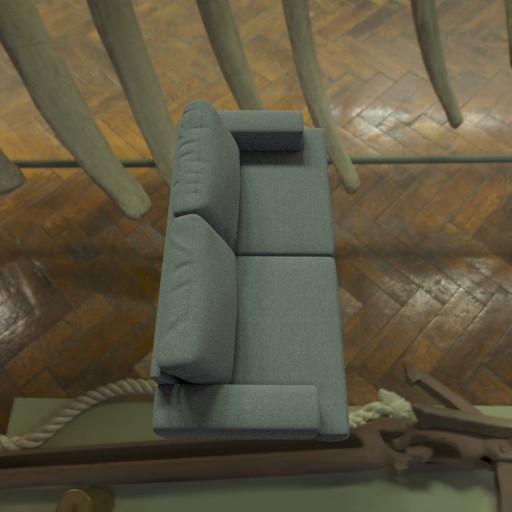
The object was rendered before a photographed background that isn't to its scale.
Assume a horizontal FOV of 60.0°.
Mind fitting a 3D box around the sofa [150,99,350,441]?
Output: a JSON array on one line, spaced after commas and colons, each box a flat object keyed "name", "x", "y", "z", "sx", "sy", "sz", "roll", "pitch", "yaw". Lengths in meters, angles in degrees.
[{"name": "sofa", "x": 0.000, "y": 0.000, "z": 2.148, "sx": 0.785, "sy": 0.810, "sz": 1.650, "roll": 0, "pitch": 63, "yaw": 0}]
